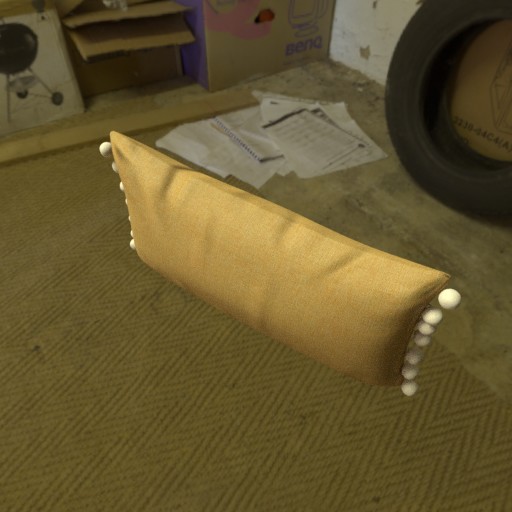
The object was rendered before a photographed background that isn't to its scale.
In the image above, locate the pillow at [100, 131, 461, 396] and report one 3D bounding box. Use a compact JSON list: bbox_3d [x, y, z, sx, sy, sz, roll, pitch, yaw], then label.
[{"bbox_3d":[0.000,0.000,0.837,0.709,0.322,0.201,25,51,22],"label":"pillow"}]
